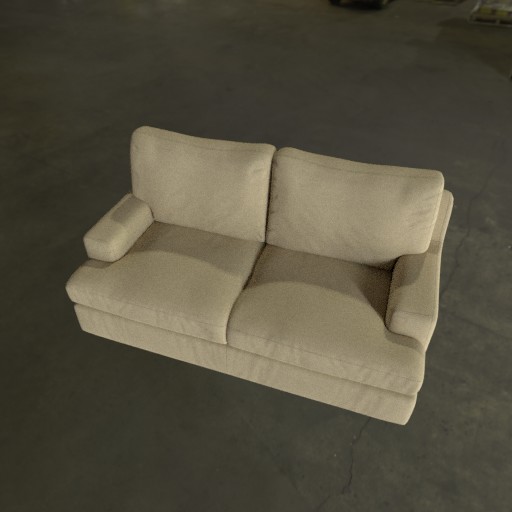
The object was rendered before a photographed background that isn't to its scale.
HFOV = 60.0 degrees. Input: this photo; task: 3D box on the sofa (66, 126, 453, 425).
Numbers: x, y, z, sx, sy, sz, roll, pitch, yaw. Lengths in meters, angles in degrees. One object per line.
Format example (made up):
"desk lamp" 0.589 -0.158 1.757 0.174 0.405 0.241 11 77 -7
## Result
"sofa" 0.000 0.000 2.395 1.885 0.967 0.962 12 41 15
